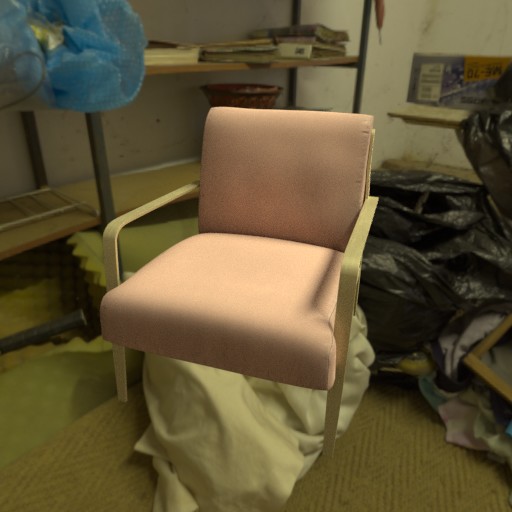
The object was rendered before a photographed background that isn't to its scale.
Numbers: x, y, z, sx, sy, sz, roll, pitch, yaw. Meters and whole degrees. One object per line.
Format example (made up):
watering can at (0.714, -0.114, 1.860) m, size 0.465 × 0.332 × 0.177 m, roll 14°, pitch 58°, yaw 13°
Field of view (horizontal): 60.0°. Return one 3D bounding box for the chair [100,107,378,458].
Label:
chair at (0.000, 0.000, 1.458) m, size 0.701 × 0.823 × 0.848 m, roll 8°, pitch 28°, yaw 16°
